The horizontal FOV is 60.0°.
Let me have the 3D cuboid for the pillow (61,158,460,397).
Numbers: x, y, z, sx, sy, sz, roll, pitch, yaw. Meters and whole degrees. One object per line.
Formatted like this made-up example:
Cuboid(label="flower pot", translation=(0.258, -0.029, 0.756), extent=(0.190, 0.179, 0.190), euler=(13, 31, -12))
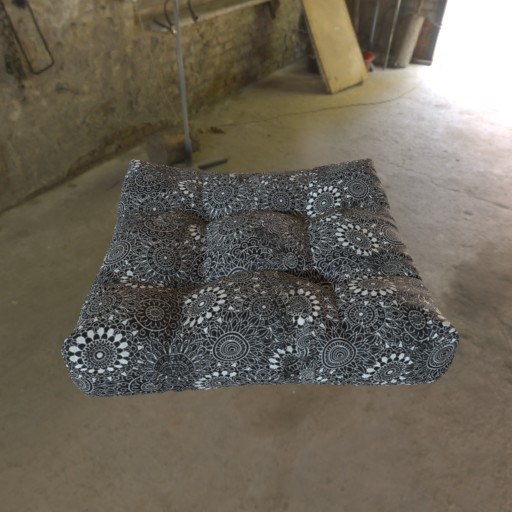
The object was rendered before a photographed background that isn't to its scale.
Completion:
Cuboid(label="pillow", translation=(0.000, 0.000, 0.721), extent=(0.490, 0.128, 0.468), euler=(-1, 42, -2))
